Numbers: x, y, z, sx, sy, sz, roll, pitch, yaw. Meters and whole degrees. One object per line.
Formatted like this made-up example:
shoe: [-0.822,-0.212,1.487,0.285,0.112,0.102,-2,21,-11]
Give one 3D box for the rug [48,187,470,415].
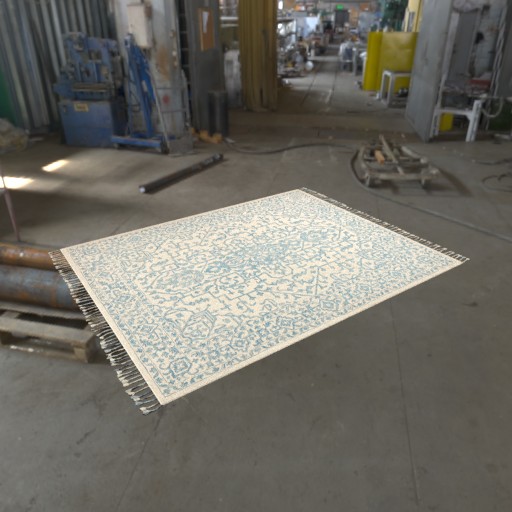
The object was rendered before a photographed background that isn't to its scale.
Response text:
rug: [0.000,0.000,4.285,3.327,0.010,2.464,-18,33,-30]
